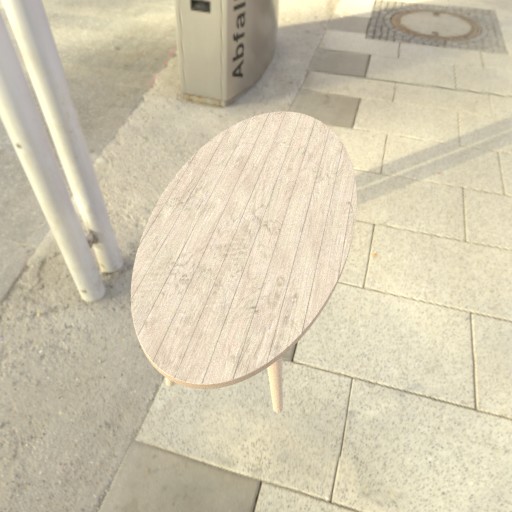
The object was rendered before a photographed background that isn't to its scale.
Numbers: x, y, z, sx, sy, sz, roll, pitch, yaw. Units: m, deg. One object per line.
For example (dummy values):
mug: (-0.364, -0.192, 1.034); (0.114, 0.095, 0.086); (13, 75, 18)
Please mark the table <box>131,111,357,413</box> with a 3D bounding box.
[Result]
table: (0.000, 0.000, 1.357); (0.542, 0.390, 1.083); (10, 47, 10)
